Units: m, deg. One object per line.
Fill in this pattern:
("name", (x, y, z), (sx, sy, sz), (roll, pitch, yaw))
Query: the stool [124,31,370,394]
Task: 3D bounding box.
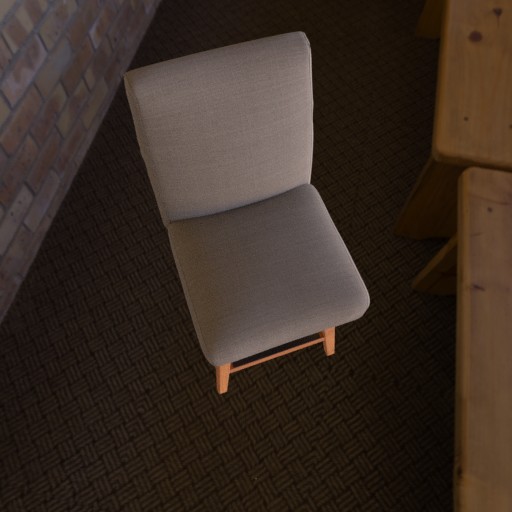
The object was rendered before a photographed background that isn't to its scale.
("stool", (0.000, 0.000, 1.302), (0.459, 1.019, 0.570), (-17, 65, -8))
